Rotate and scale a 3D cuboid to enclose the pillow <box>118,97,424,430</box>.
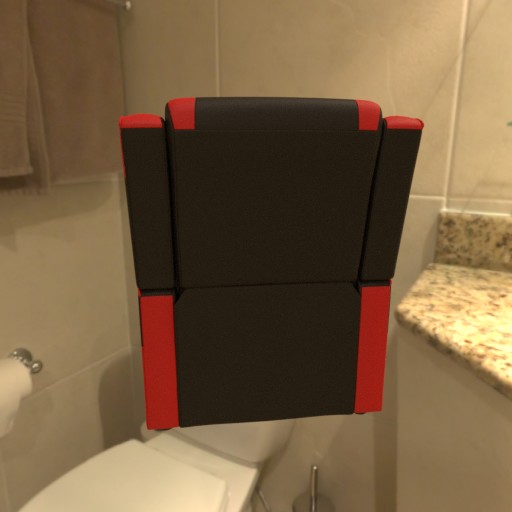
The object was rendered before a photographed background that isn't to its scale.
[{"bbox_3d":[0.000,0.000,1.269,0.620,0.805,0.672,-2,14,-7],"label":"pillow"}]
